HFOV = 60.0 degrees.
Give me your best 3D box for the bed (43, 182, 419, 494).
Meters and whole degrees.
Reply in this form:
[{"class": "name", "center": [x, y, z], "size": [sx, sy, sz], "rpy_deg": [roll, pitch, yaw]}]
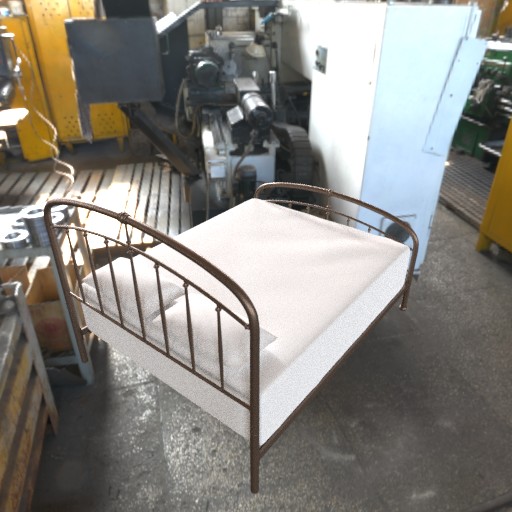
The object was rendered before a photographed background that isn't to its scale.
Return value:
[{"class": "bed", "center": [0.000, 0.000, 3.269], "size": [1.711, 1.475, 2.168], "rpy_deg": [22, 37, 32]}]
